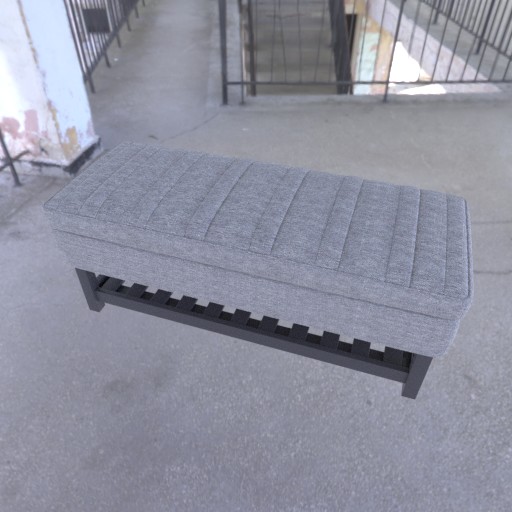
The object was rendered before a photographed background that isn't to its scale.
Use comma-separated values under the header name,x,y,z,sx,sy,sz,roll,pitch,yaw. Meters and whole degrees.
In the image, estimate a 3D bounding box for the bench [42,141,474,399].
name,x,y,z,sx,sy,sz,roll,pitch,yaw
bench,0.000,0.000,1.315,1.100,0.470,0.429,12,42,14
